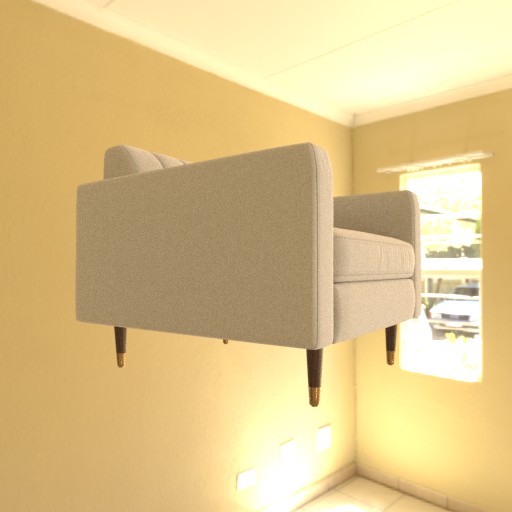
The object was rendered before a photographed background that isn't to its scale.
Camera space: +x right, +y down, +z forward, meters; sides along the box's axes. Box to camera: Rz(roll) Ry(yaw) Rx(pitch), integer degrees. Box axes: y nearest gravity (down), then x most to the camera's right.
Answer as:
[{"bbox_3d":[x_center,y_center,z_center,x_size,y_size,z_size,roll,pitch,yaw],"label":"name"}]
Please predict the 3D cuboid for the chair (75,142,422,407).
[{"bbox_3d":[0.000,0.000,1.666,0.998,0.819,0.953,-1,-2,35],"label":"chair"}]
